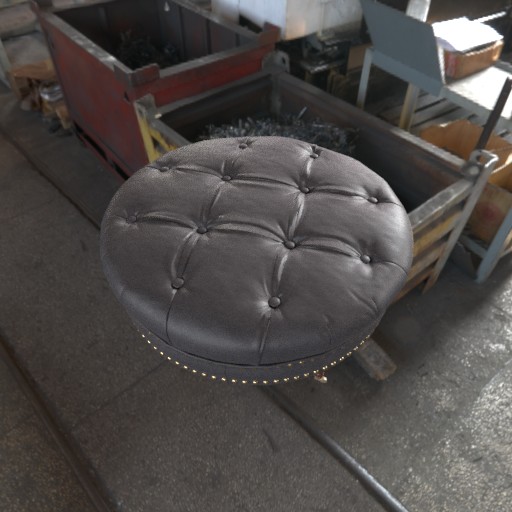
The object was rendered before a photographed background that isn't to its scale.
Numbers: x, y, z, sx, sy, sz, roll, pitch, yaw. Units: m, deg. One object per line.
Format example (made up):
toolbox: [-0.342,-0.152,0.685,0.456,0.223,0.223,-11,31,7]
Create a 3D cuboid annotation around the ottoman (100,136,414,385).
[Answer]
ottoman: [0.000,0.000,1.411,0.901,0.439,0.901,0,46,0]
